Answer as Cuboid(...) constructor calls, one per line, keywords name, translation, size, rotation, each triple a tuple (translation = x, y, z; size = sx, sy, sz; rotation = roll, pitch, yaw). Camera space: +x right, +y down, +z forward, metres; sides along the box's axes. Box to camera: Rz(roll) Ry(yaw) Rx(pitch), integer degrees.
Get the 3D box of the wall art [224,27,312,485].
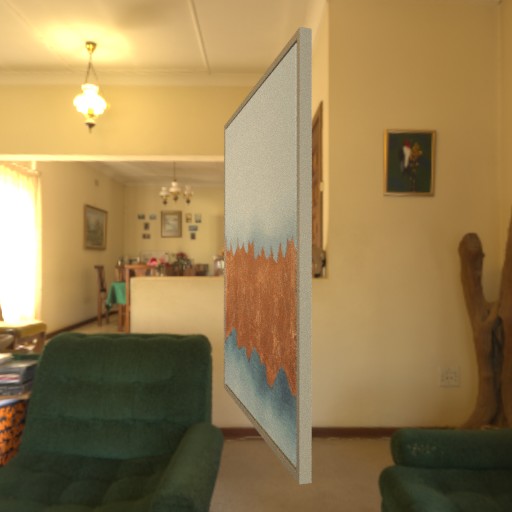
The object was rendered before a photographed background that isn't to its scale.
Cuboid(name="wall art", translation=(0.000, 0.000, 1.391), size=(0.034, 1.042, 0.789), rotation=(0, 0, -17))
